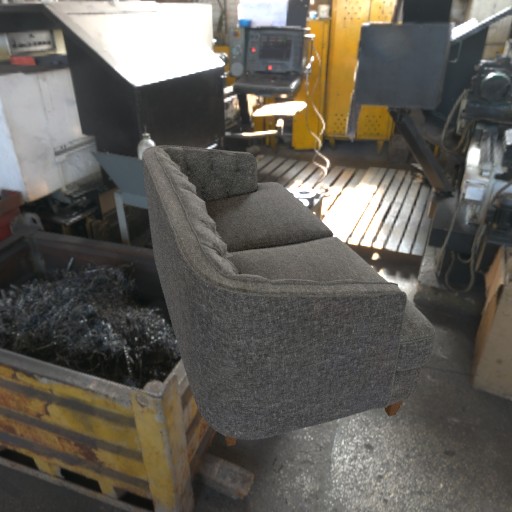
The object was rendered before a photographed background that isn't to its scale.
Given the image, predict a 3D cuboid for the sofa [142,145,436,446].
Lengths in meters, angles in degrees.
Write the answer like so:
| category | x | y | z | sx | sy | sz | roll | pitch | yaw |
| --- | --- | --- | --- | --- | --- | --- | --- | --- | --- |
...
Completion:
| category | x | y | z | sx | sy | sz | roll | pitch | yaw |
| --- | --- | --- | --- | --- | --- | --- | --- | --- | --- |
| sofa | 0.000 | 0.000 | 2.279 | 0.941 | 0.855 | 1.733 | -10 | 31 | -16 |
